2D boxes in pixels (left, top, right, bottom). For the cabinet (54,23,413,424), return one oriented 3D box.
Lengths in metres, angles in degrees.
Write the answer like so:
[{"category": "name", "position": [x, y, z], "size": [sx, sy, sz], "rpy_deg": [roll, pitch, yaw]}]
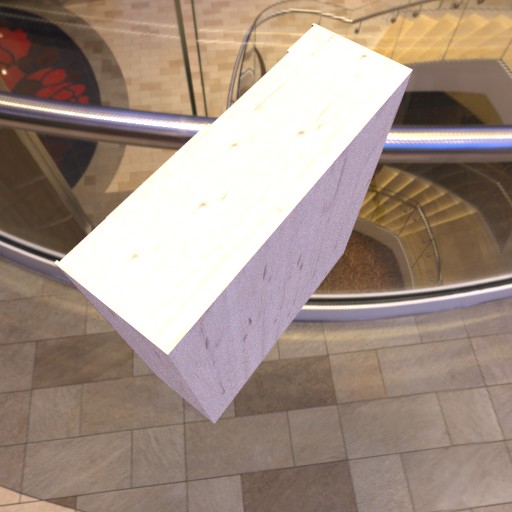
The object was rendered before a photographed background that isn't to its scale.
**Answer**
[{"category": "cabinet", "position": [0.000, 0.000, 3.147], "size": [0.660, 2.180, 2.000], "rpy_deg": [34, 68, 16]}]
